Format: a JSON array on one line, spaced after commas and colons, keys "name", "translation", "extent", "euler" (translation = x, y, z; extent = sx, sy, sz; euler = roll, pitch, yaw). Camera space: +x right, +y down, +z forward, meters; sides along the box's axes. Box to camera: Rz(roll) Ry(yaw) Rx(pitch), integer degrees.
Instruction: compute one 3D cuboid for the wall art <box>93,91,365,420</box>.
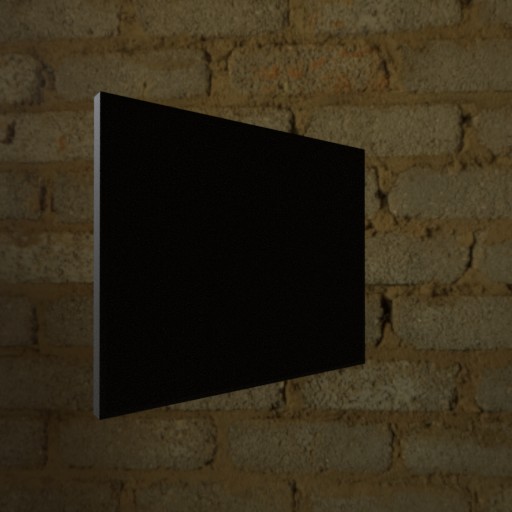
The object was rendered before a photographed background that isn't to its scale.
[{"name": "wall art", "translation": [0.000, 0.000, 0.792], "extent": [0.559, 0.458, 0.029], "euler": [0, 0, -36]}]
